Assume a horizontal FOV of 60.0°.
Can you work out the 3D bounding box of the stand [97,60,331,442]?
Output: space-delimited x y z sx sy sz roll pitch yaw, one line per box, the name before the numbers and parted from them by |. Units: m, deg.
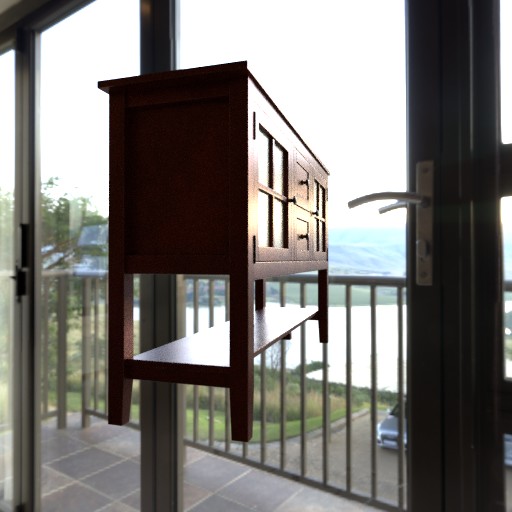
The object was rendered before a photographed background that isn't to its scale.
stand | 0.000 0.000 1.697 0.410 0.872 1.362 0 0 17
